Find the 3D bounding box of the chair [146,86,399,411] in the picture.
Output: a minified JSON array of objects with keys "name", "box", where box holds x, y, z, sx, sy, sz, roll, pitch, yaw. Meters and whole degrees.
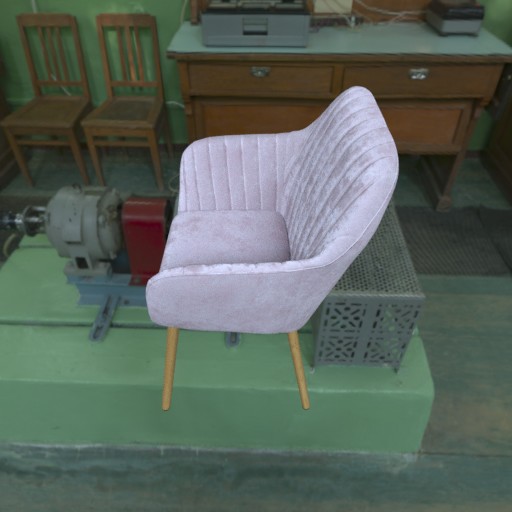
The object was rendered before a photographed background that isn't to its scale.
[{"name":"chair","box":[0.000,0.000,1.248,0.570,0.832,0.610,0,42,1]}]
